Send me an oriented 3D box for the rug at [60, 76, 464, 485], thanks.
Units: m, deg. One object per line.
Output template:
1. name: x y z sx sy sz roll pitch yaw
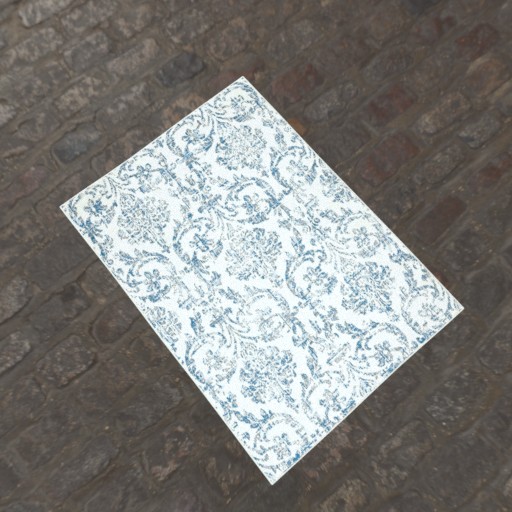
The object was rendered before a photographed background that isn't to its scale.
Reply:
1. rug: 0.000 0.000 2.869 1.586 0.014 2.197 -39 79 -9
